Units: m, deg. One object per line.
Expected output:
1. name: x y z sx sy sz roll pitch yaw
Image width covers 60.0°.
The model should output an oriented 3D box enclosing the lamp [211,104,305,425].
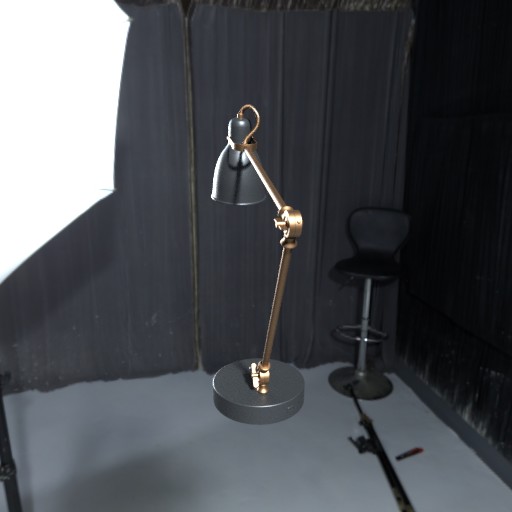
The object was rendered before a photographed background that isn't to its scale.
1. lamp: 0.000 0.000 0.869 0.187 0.587 0.561 -3 15 -10
